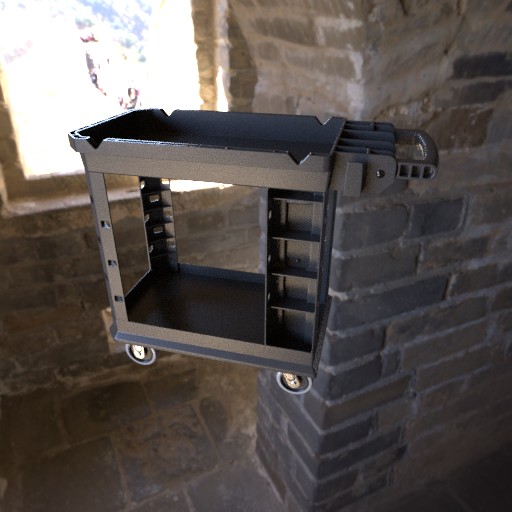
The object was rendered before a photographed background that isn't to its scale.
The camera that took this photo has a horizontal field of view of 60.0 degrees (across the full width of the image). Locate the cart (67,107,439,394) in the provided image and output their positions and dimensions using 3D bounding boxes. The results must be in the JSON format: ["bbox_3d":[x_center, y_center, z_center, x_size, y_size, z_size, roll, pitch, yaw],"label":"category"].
[{"bbox_3d":[0.000,0.000,1.565,1.061,0.884,0.497,7,29,13],"label":"cart"}]
